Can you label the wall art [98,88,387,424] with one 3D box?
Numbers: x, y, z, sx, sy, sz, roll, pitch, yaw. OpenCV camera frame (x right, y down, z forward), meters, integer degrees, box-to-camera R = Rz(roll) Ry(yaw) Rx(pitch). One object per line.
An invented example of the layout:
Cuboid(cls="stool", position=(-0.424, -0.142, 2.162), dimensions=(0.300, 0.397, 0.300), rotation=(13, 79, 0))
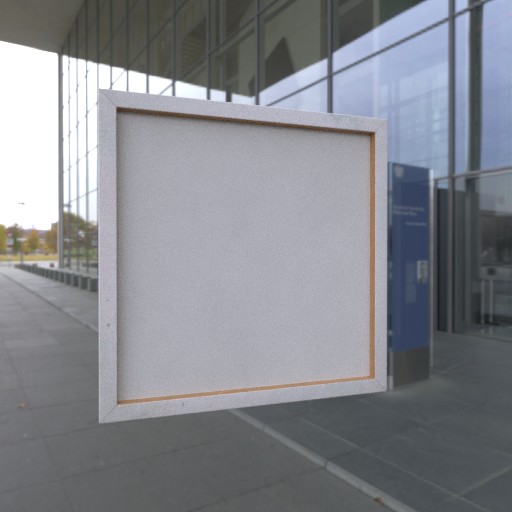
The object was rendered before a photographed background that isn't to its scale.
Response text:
Cuboid(cls="wall art", position=(0.000, 0.000, 1.140), dimensions=(0.762, 0.762, 0.038), rotation=(0, 0, -18))
